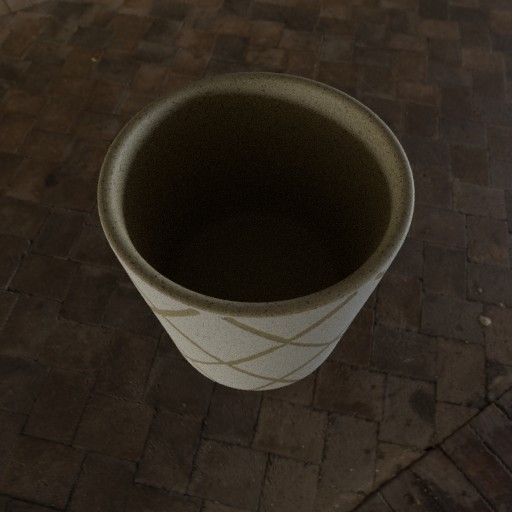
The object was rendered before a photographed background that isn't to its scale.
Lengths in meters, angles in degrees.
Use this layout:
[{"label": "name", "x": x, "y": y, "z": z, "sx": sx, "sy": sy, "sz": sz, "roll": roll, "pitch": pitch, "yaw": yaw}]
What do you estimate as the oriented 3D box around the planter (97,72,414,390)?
[{"label": "planter", "x": 0.000, "y": 0.000, "z": 0.354, "sx": 0.191, "sy": 0.199, "sz": 0.191, "roll": 0, "pitch": 59, "yaw": 0}]
